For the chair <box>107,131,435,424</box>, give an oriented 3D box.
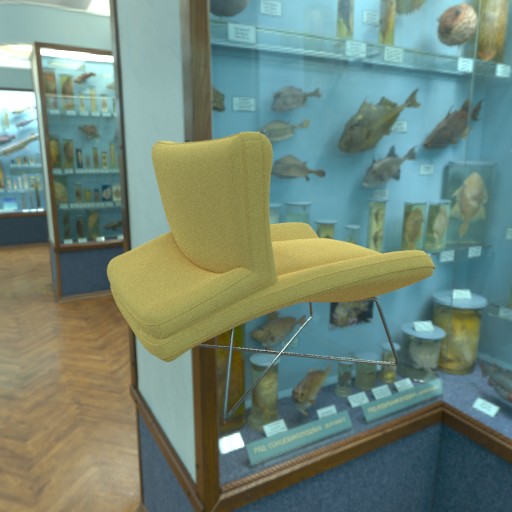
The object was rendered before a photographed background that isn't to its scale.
[{"bbox_3d":[0.000,0.000,1.668,1.008,0.855,0.859,-6,14,-27],"label":"chair"}]
